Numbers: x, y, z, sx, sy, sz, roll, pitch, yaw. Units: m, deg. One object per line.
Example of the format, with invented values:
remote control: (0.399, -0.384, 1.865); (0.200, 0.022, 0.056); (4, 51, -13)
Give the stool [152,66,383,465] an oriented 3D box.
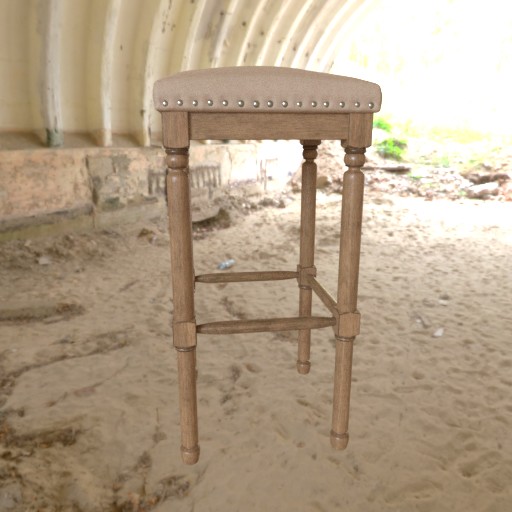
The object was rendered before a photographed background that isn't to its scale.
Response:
stool: (0.000, 0.000, 0.980); (0.382, 0.768, 0.383); (-2, 15, -8)
